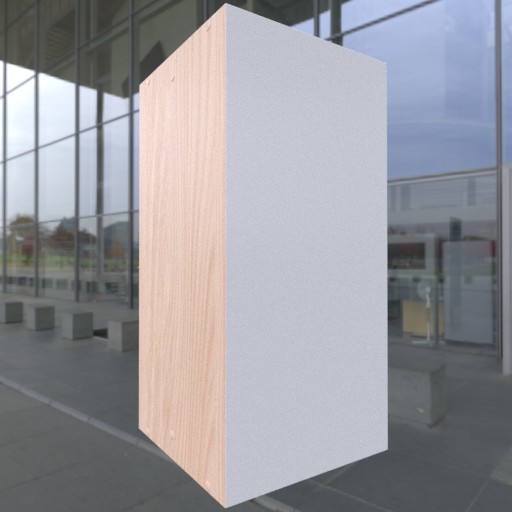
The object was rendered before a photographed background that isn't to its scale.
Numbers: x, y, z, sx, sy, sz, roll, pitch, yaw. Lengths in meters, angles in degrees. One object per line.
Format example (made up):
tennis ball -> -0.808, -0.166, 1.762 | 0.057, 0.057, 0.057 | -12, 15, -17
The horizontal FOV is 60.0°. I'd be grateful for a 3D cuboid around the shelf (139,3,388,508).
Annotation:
shelf -> 0.000, 0.000, 0.724 | 0.290, 0.594, 0.297 | 0, -1, -34
